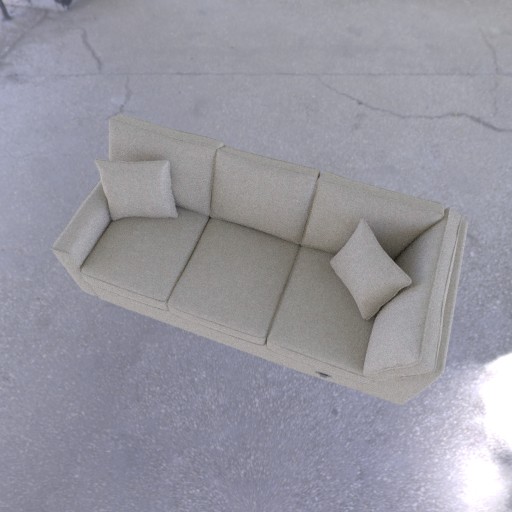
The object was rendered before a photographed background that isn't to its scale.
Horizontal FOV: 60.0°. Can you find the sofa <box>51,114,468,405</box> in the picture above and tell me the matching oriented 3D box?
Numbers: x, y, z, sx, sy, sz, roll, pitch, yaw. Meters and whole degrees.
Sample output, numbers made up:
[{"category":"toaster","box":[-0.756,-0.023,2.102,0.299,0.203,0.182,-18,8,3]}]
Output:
[{"category":"sofa","box":[0.000,0.000,2.824,2.317,0.962,1.061,18,61,10]}]
